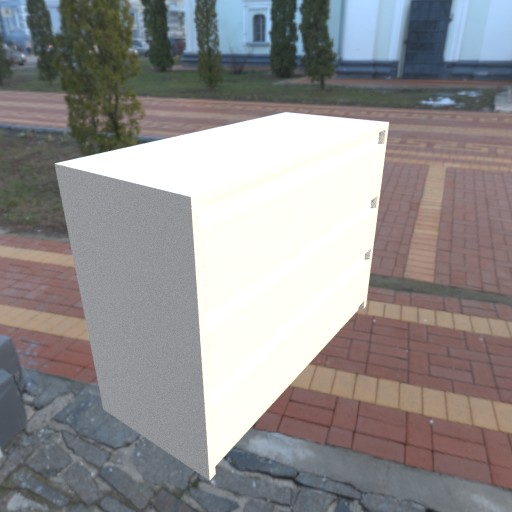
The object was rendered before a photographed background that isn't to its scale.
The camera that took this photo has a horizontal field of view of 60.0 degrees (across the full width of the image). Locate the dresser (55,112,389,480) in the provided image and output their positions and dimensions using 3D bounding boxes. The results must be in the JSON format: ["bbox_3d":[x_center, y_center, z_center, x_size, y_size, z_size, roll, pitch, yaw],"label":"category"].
[{"bbox_3d":[0.000,0.000,1.573,0.460,0.820,1.100,17,31,31],"label":"dresser"}]
